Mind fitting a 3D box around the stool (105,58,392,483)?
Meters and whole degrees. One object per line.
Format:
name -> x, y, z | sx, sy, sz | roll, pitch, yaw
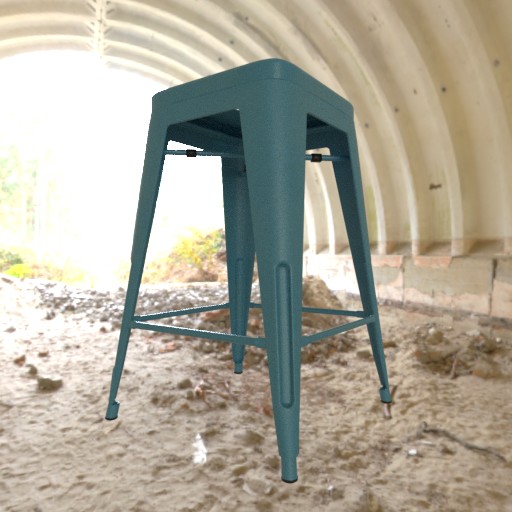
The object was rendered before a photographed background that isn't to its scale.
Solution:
stool -> 0.000, 0.000, 0.870 | 0.410, 0.608, 0.410 | 0, 0, 35
